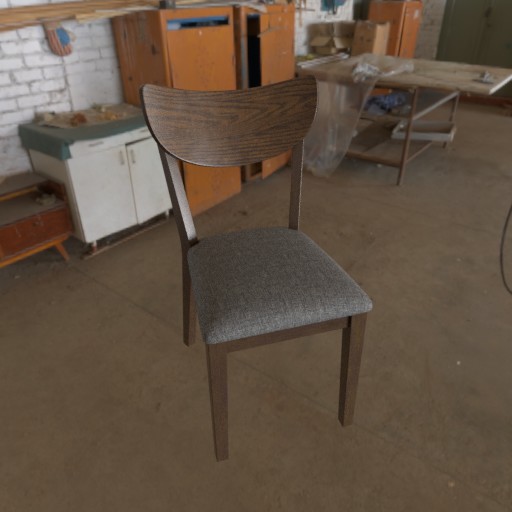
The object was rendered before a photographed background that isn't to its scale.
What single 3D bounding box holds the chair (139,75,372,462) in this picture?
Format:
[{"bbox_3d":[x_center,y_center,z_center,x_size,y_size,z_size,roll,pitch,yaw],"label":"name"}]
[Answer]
[{"bbox_3d":[0.000,0.000,1.220,0.491,0.849,0.583,-9,32,-15],"label":"chair"}]
